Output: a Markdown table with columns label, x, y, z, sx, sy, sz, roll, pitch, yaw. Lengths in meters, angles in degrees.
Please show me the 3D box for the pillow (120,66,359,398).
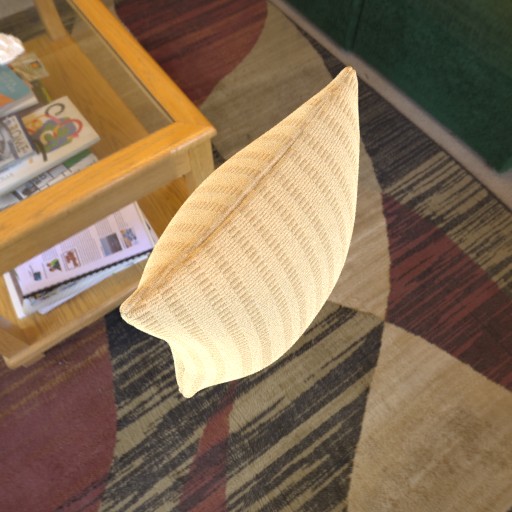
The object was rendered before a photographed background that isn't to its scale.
| label | x | y | z | sx | sy | sz | roll | pitch | yaw |
| --- | --- | --- | --- | --- | --- | --- | --- | --- | --- |
| pillow | 0.000 | 0.000 | 0.689 | 0.247 | 0.419 | 0.438 | 34 | 68 | 16 |
